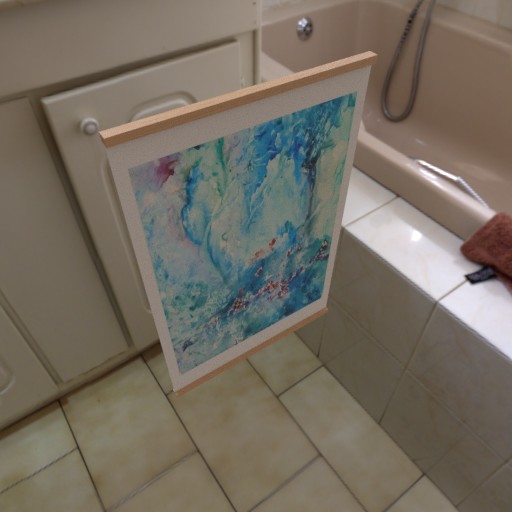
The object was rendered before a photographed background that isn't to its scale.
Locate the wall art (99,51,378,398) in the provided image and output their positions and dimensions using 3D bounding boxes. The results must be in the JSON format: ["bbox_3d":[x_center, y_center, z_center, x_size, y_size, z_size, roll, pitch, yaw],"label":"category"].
[{"bbox_3d":[0.000,0.000,0.650,0.335,0.510,0.013,-25,51,-22],"label":"wall art"}]
